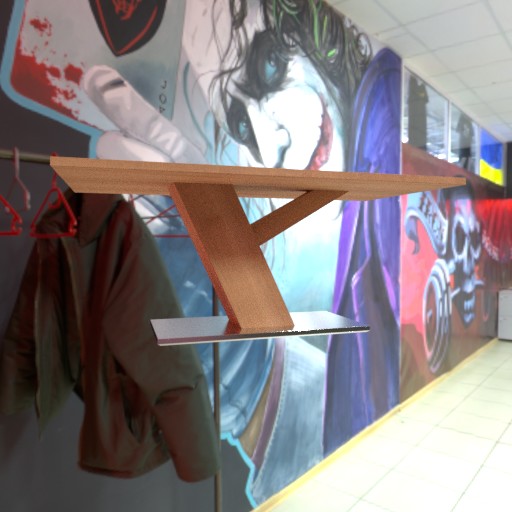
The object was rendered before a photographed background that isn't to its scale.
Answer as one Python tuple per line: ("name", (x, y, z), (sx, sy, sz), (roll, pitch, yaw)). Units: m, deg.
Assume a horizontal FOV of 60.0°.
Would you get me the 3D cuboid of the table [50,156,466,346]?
("table", (0.000, 0.000, 2.272), (1.800, 0.750, 0.900), (-1, 2, -17))
